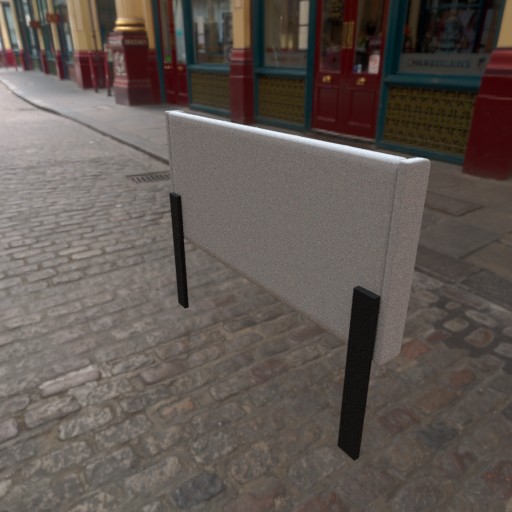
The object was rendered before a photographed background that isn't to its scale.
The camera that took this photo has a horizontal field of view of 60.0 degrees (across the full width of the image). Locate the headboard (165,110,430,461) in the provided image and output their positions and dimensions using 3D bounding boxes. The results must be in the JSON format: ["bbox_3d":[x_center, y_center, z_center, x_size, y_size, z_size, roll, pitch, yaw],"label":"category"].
[{"bbox_3d":[0.000,0.000,2.713,0.184,1.524,2.051,-17,29,-32],"label":"headboard"}]
